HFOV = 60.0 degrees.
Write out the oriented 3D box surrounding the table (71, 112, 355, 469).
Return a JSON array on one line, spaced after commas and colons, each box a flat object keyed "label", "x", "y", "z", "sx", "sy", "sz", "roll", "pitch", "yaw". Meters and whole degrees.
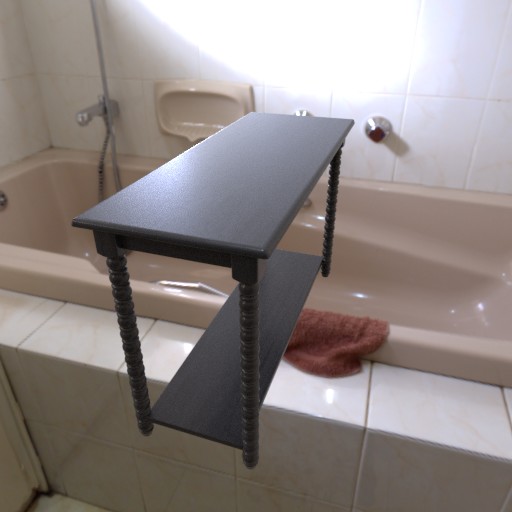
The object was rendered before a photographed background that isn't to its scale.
[{"label": "table", "x": 0.000, "y": 0.000, "z": 1.569, "sx": 0.459, "sy": 0.735, "sz": 1.184, "roll": 10, "pitch": 31, "yaw": 16}]
